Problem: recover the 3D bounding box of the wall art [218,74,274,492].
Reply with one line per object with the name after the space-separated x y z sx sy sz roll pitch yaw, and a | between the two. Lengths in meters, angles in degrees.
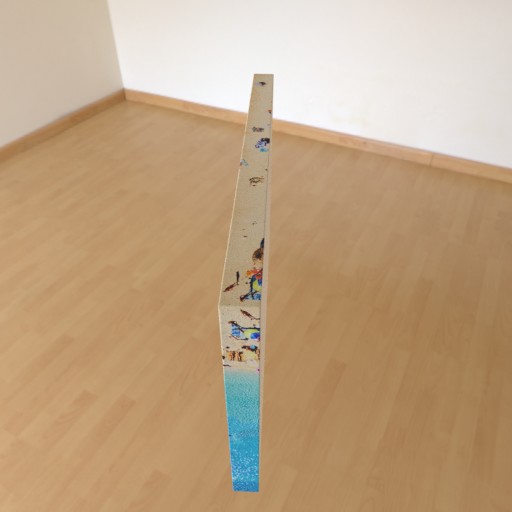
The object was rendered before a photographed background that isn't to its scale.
0.000 0.000 1.114 0.057 0.595 0.894 2 41 2 | wall art
